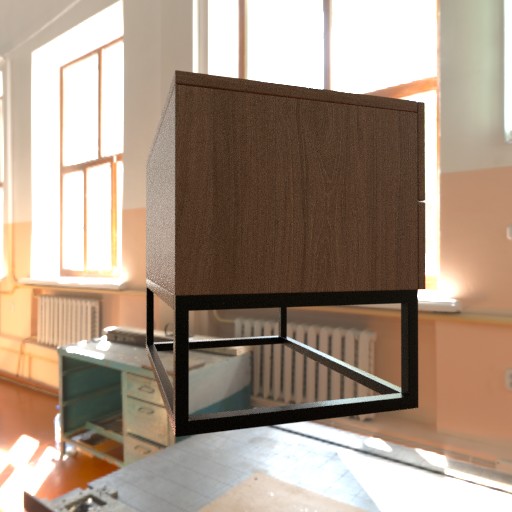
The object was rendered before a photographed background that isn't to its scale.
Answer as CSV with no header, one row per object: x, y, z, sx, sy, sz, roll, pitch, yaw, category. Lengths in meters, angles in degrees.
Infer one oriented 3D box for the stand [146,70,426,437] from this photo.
0.000,0.000,0.949,0.420,0.500,0.600,0,0,-18,stand
